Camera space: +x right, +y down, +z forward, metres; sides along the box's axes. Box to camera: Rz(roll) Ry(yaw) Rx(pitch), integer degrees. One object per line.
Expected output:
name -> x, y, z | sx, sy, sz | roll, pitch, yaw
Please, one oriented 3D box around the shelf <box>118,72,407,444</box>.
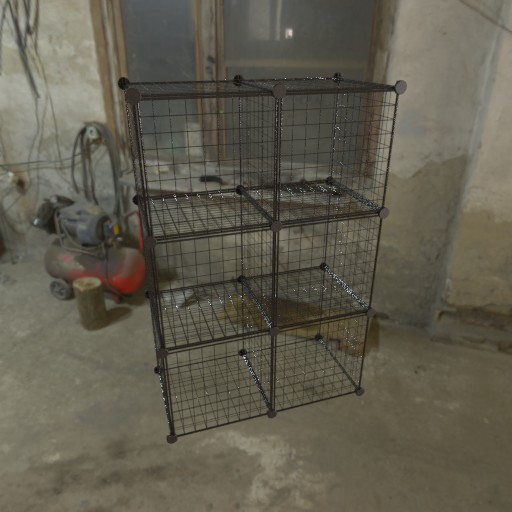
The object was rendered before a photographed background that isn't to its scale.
shelf -> 0.000, 0.000, 1.433 | 0.711, 1.067, 0.356 | -8, 27, -16
